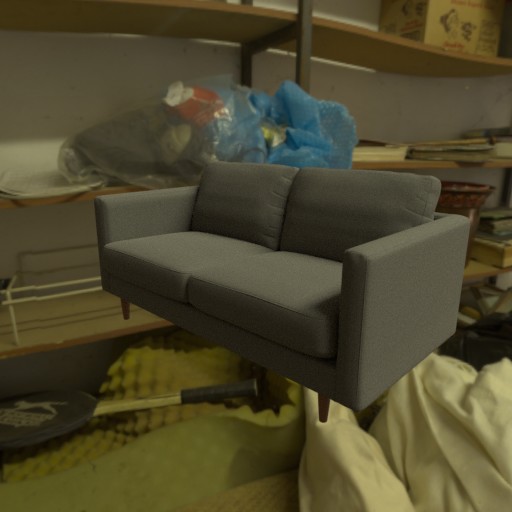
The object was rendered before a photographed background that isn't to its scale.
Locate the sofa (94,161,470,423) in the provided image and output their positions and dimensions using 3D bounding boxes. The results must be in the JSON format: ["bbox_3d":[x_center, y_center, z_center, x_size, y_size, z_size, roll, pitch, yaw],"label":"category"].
[{"bbox_3d":[0.000,0.000,2.230,1.713,0.866,0.940,14,21,42],"label":"sofa"}]
